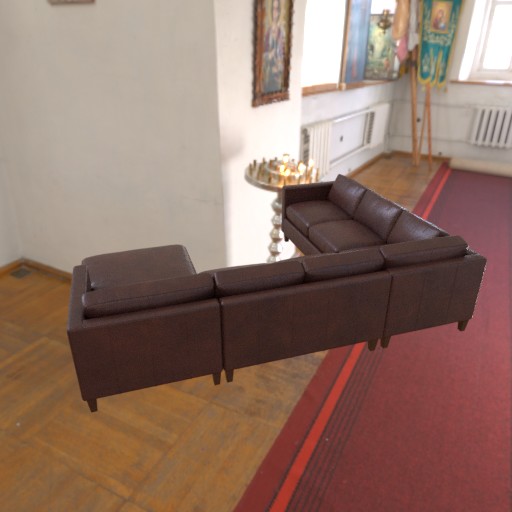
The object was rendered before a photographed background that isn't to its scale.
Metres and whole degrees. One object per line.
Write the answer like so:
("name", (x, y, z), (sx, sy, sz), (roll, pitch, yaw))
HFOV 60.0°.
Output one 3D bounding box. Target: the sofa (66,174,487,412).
("sofa", (0.000, 0.000, 4.442), (3.324, 0.891, 2.452), (-8, 27, -16))
